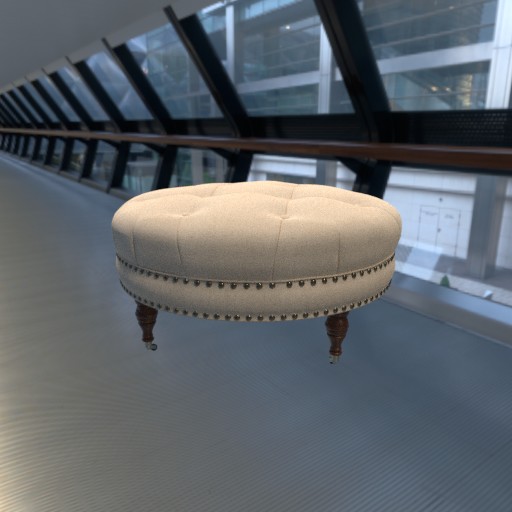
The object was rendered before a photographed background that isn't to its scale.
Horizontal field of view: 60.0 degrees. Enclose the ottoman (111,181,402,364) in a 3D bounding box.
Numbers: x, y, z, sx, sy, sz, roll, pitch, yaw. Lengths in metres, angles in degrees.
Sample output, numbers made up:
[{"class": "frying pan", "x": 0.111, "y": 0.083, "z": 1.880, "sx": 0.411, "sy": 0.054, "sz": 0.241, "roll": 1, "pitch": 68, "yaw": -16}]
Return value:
[{"class": "ottoman", "x": 0.000, "y": 0.000, "z": 1.524, "sx": 0.940, "sy": 0.483, "sz": 0.940, "roll": 0, "pitch": 15, "yaw": 0}]
